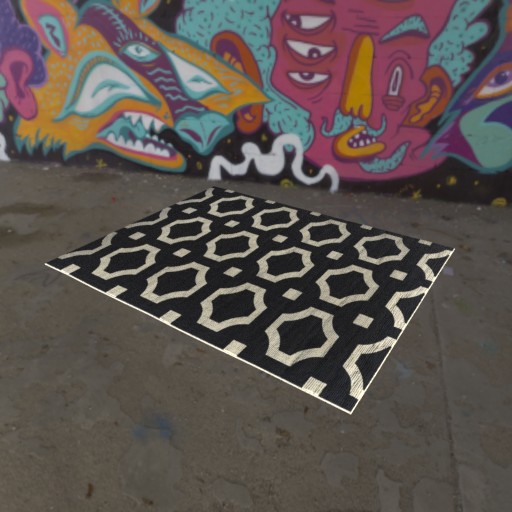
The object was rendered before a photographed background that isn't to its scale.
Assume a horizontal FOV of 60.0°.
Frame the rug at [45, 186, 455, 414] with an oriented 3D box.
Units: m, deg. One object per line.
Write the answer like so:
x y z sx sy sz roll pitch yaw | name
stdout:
0.000 0.000 4.227 3.049 0.021 2.466 19 34 30 | rug
